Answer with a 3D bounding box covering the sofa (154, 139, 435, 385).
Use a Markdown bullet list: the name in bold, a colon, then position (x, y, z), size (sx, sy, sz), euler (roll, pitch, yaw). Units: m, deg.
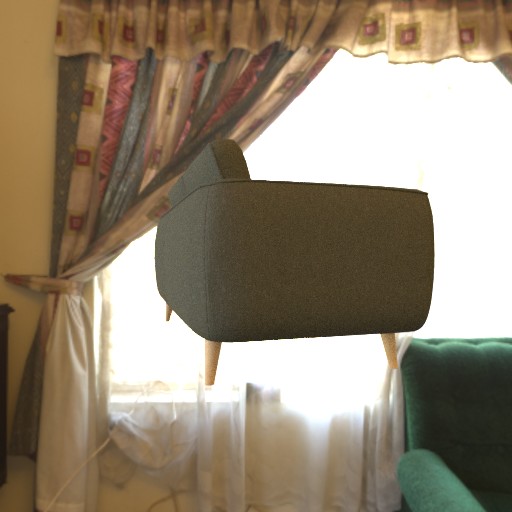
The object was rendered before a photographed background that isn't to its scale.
- **sofa**: position (0.000, 0.000, 2.256), size (0.920, 0.850, 1.700), euler (0, 1, -17)
